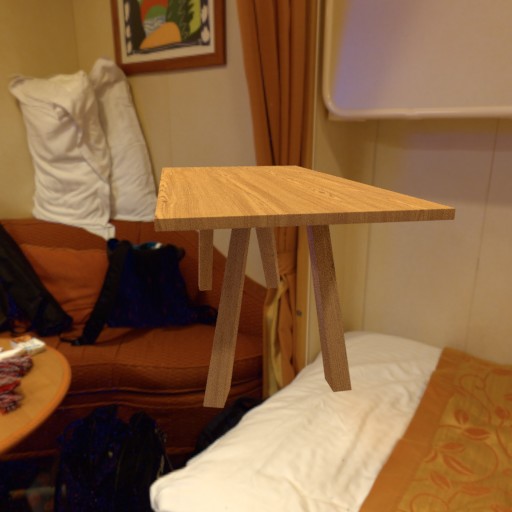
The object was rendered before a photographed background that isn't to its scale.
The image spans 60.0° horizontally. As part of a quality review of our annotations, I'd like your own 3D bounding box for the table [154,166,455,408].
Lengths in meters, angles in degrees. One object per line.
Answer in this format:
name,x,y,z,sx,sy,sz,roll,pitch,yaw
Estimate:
table,0.000,0.000,2.224,0.901,0.750,1.797,-3,16,-10
